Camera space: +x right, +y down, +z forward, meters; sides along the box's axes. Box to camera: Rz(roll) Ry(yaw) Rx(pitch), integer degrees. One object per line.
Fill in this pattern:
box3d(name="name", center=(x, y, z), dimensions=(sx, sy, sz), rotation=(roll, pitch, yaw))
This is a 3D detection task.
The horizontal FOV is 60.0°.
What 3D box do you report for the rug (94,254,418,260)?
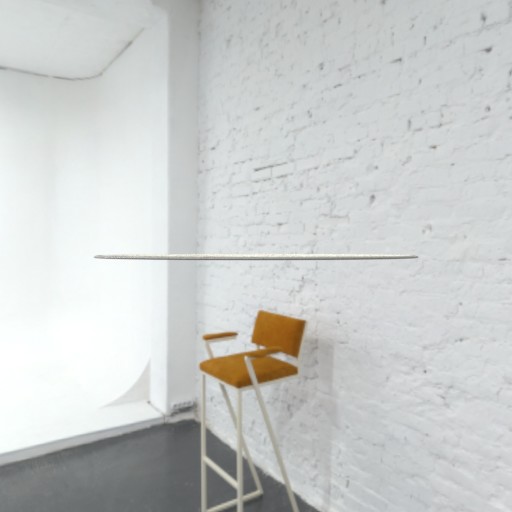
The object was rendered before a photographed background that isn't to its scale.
box3d(name="rug", center=(0.000, 0.000, 2.316), dimensions=(1.593, 0.012, 1.593), rotation=(0, 1, 0))
